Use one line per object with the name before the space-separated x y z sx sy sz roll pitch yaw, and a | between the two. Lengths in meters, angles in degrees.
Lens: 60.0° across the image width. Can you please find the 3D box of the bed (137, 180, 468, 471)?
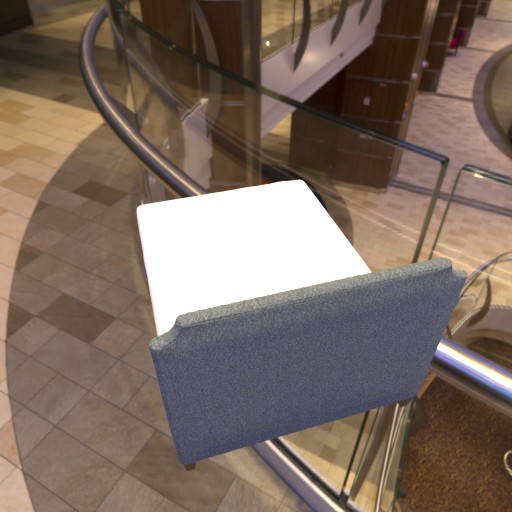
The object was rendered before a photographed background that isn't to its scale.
bed | 0.000 0.000 3.424 1.712 1.443 2.372 -11 42 -13
